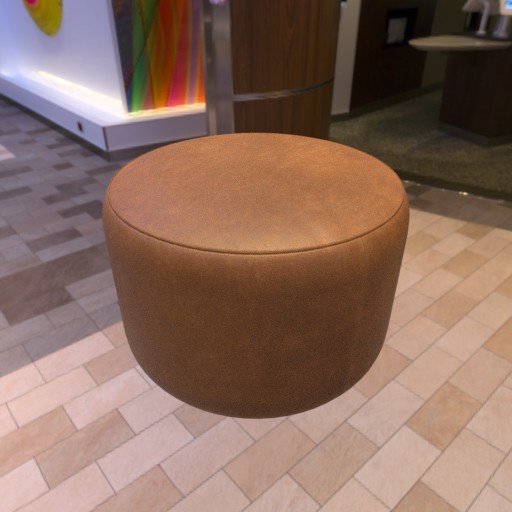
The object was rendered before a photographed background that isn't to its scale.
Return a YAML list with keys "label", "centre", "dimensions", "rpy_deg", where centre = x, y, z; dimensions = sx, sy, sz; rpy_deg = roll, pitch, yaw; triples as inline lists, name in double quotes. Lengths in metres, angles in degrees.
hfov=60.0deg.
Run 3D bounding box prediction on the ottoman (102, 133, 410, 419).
- label: "ottoman"
  centre: [0.000, 0.000, 0.983]
  dimensions: [0.607, 0.438, 0.607]
  rpy_deg: [0, 32, 0]
